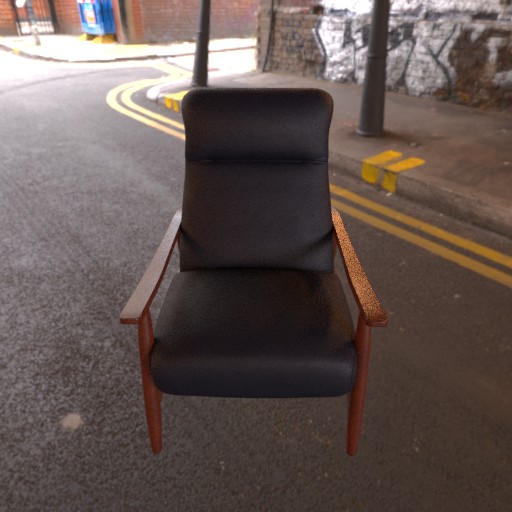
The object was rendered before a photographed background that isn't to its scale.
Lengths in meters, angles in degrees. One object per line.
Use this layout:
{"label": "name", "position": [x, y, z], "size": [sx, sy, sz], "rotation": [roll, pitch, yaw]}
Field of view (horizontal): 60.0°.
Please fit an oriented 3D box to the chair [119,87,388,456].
{"label": "chair", "position": [0.000, 0.000, 1.721], "size": [0.762, 1.082, 1.014], "rotation": [0, 31, 1]}
